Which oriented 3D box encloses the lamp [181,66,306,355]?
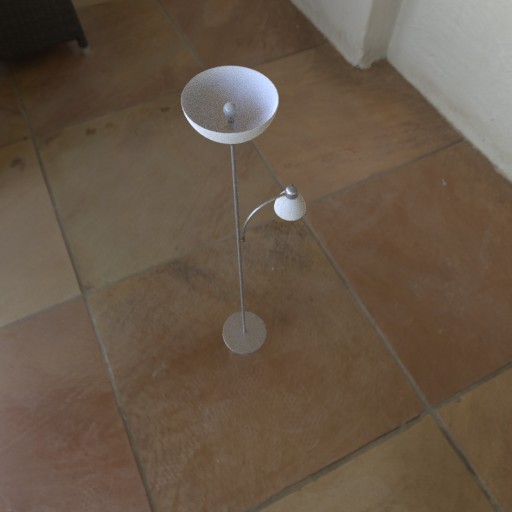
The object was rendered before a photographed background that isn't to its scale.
[{"bbox_3d":[0.000,0.000,2.000,0.425,1.804,0.279,-20,62,-11],"label":"lamp"}]
